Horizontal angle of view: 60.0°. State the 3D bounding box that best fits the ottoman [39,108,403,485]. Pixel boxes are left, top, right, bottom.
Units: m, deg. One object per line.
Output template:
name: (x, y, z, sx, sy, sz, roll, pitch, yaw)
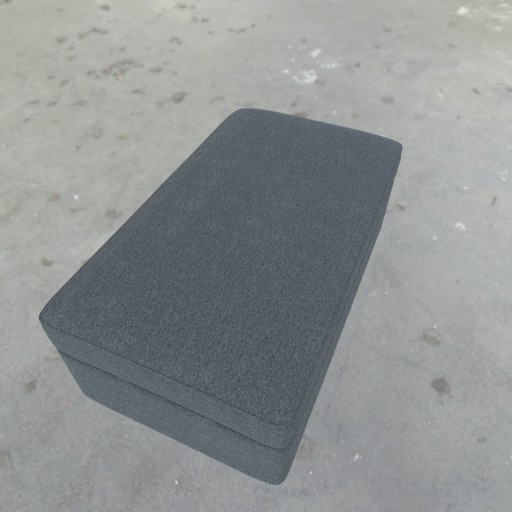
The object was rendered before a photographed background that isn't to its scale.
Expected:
ottoman: (0.000, 0.000, 1.488, 0.681, 0.494, 1.173, 18, 49, 16)
